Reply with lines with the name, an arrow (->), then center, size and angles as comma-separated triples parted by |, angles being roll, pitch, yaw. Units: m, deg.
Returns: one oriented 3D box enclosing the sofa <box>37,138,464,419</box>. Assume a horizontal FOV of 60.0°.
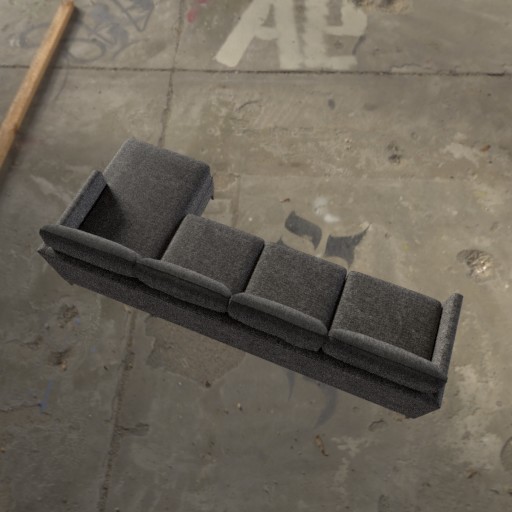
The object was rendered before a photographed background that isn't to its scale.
sofa -> 0.000, 0.000, 3.904 | 3.384, 0.970, 1.488 | 20, 65, 10
